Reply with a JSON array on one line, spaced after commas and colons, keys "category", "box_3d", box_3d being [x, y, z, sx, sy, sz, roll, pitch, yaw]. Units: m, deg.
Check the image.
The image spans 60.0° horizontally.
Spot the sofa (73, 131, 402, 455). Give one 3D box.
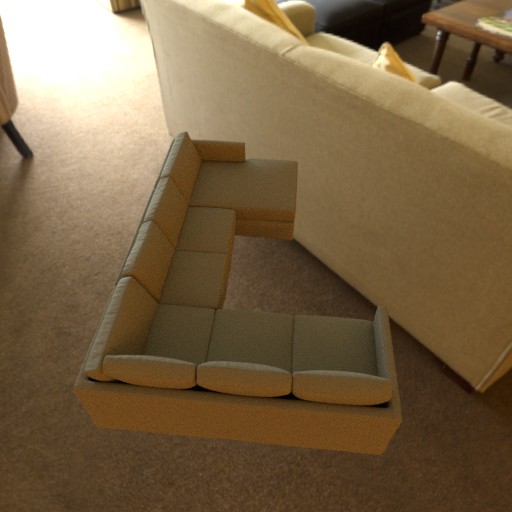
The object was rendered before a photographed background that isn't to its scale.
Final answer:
[{"category": "sofa", "box_3d": [0.000, 0.000, 4.561, 2.427, 0.882, 3.460, 4, 47, 4]}]
